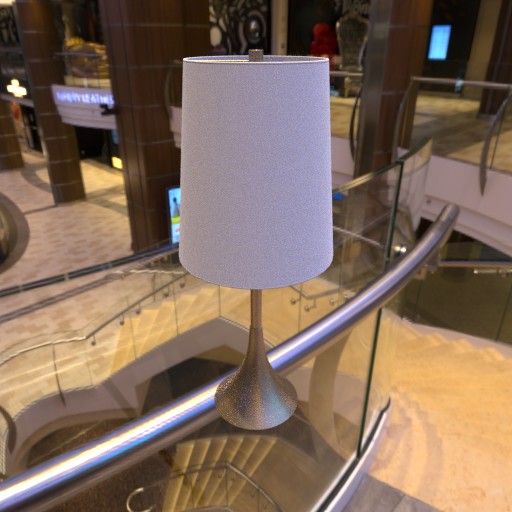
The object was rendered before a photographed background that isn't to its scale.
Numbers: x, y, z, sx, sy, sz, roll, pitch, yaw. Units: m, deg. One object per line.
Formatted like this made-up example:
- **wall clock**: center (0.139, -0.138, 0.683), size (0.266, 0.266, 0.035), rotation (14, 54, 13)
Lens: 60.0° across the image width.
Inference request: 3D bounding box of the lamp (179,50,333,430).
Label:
- **lamp**: center (0.000, 0.000, 0.675), size (0.231, 0.569, 0.231), rotation (0, 26, 0)
